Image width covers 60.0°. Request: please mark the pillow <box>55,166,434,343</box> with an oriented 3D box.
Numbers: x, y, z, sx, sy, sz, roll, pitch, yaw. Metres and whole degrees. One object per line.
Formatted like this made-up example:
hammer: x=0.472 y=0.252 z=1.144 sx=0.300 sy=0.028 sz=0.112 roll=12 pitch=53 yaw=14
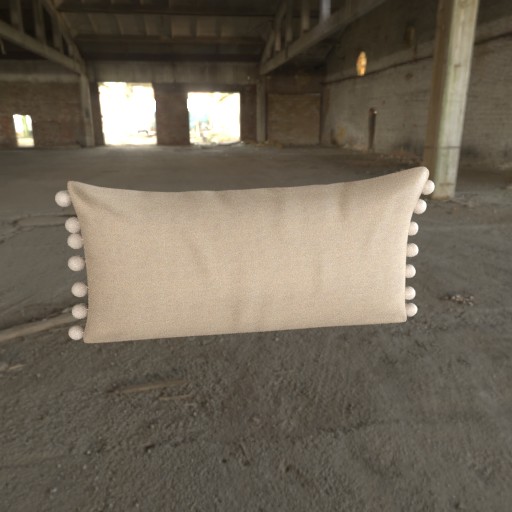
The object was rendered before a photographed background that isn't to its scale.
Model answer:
pillow: x=0.000 y=0.000 z=0.836 sx=0.709 sy=0.322 sz=0.201 roll=-3 pitch=17 yaw=-9
